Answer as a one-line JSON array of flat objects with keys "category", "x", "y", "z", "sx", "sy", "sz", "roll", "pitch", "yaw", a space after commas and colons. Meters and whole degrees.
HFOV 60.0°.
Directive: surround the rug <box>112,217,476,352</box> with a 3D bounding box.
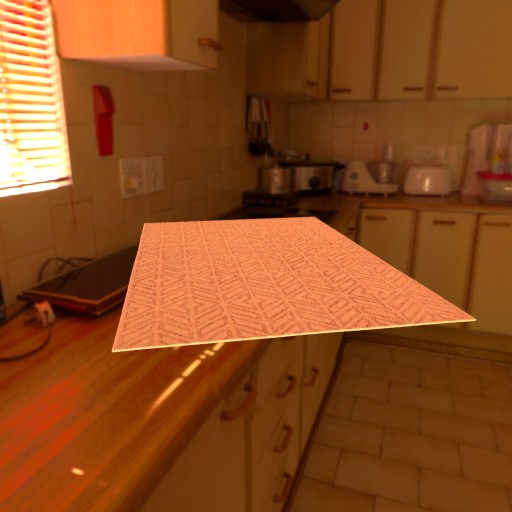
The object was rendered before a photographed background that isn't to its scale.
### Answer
[{"category": "rug", "x": 0.000, "y": 0.000, "z": 2.296, "sx": 1.220, "sy": 0.007, "sz": 1.828, "roll": -3, "pitch": 17, "yaw": -10}]
